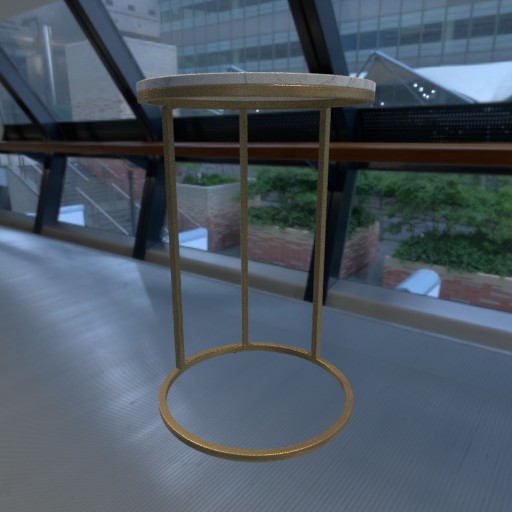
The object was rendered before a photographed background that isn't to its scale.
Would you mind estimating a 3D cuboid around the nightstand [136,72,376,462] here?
[{"bbox_3d":[0.000,0.000,0.850,0.400,0.610,0.400,-2,16,-8],"label":"nightstand"}]
